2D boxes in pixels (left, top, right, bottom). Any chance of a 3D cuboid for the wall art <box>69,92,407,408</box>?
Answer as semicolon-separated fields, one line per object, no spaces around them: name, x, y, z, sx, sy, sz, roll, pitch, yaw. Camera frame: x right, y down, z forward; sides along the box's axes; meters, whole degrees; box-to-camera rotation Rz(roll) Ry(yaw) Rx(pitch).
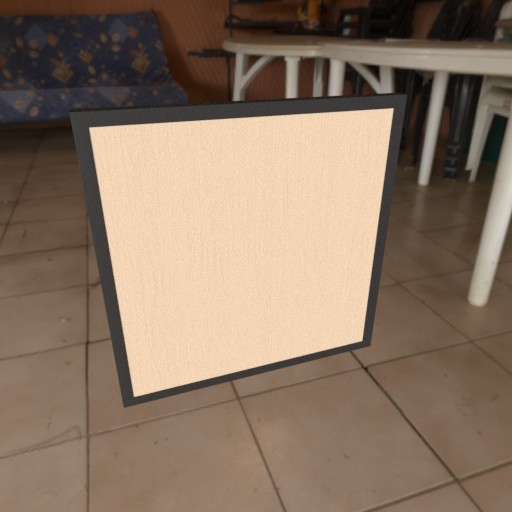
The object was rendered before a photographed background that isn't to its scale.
wall art;0.000;0.000;0.457;0.306;0.304;0.015;-9;28;-18
